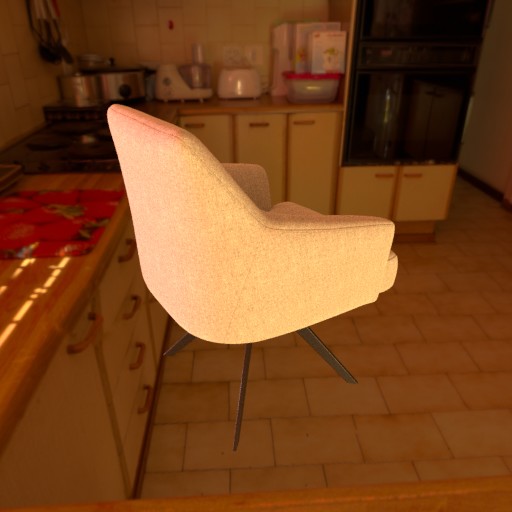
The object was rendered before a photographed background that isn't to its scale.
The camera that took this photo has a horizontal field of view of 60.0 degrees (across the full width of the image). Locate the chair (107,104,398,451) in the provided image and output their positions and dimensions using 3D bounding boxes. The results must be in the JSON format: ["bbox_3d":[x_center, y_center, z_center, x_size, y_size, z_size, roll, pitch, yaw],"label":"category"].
[{"bbox_3d":[0.000,0.000,1.324,0.677,0.874,0.642,-17,32,-29],"label":"chair"}]
